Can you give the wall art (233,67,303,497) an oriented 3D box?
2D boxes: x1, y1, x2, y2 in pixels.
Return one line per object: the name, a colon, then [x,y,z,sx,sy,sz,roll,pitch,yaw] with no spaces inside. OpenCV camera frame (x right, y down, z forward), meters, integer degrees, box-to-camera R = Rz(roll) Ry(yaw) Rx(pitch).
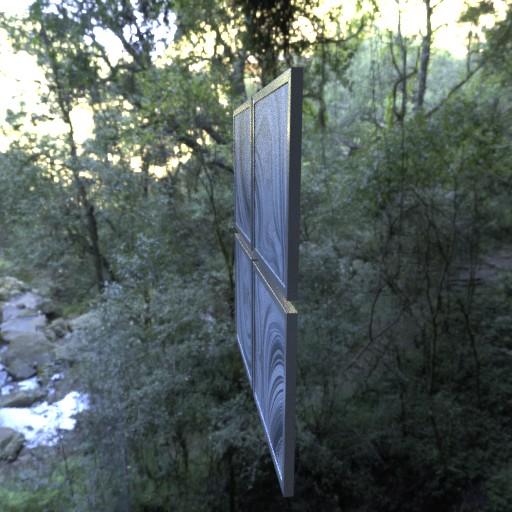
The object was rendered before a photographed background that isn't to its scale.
wall art: [0.000,0.000,1.644,0.029,1.118,1.118,-2,14,-9]
